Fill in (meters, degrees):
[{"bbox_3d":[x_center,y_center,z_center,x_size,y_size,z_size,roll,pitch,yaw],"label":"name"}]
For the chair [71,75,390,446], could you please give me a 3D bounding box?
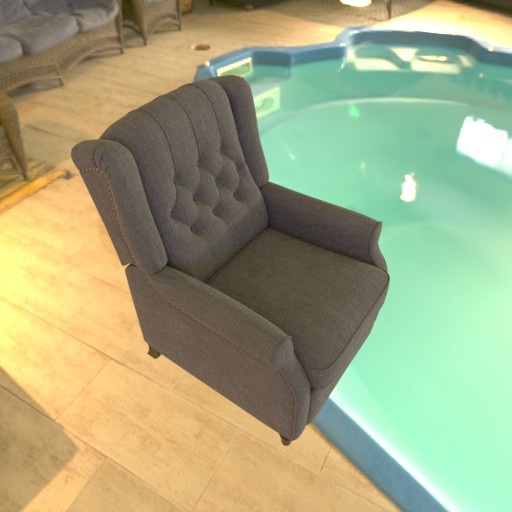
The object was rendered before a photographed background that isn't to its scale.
[{"bbox_3d":[0.000,0.000,1.618,0.898,1.035,0.742,26,49,25],"label":"chair"}]
